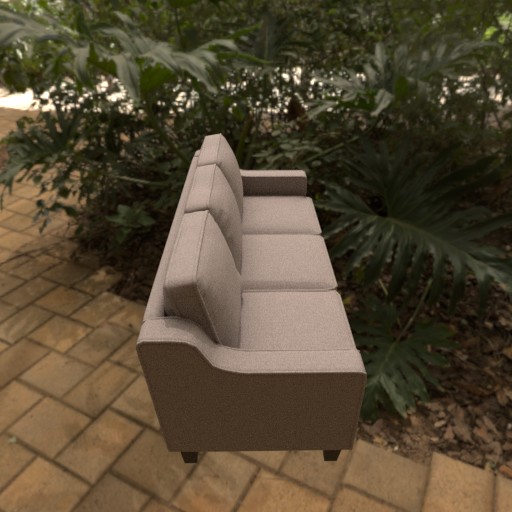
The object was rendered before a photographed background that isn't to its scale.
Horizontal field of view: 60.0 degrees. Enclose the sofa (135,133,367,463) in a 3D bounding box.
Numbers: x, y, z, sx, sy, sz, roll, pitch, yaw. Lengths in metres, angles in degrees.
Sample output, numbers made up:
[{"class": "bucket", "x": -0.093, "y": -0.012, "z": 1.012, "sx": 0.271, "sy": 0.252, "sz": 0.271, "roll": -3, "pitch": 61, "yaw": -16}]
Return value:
[{"class": "sofa", "x": 0.000, "y": 0.000, "z": 2.639, "sx": 0.899, "sy": 0.950, "sz": 2.129, "roll": 0, "pitch": 32, "yaw": -1}]
